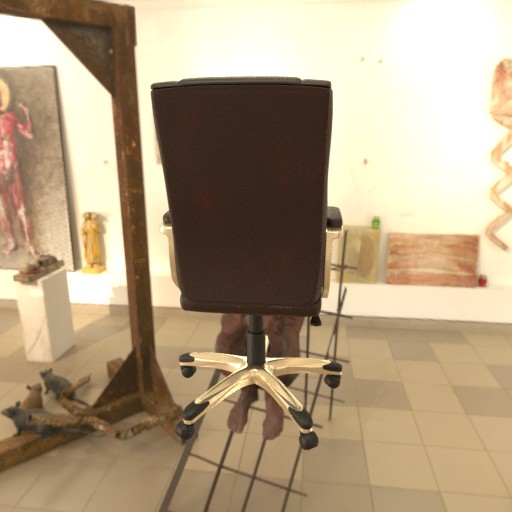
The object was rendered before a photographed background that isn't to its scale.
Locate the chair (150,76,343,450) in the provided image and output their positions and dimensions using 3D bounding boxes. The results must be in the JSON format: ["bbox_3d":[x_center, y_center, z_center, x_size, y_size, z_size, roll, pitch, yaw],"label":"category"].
[{"bbox_3d":[0.000,0.000,1.562,0.662,1.107,0.739,2,16,7],"label":"chair"}]
